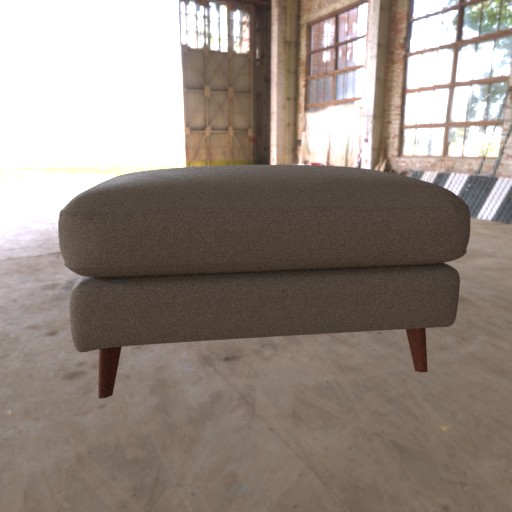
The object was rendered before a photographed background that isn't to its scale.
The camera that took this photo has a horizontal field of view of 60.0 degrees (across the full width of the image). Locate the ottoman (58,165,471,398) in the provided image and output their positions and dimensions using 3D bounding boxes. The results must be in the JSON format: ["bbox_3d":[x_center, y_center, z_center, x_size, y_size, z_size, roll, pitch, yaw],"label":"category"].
[{"bbox_3d":[0.000,0.000,1.127,0.811,0.449,0.608,-2,14,-8],"label":"ottoman"}]
